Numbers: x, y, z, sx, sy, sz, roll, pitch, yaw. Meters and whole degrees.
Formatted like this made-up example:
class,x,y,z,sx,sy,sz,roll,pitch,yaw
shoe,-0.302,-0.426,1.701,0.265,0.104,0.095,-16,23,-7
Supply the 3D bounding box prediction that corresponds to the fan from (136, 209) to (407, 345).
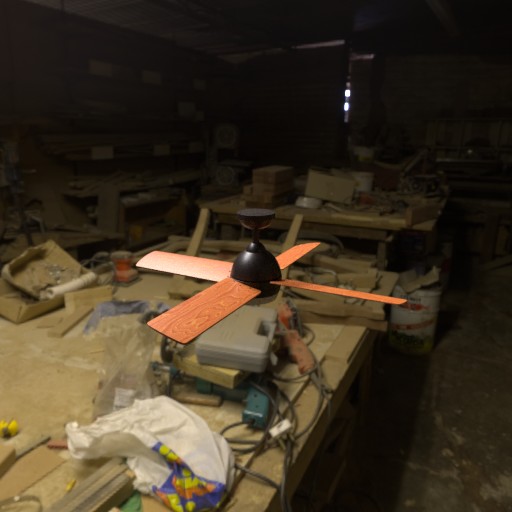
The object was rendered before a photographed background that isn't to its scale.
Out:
class,x,y,z,sx,sy,sz,roll,pitch,yaw
fan,0.000,0.000,2.011,1.332,0.403,1.332,8,18,27
